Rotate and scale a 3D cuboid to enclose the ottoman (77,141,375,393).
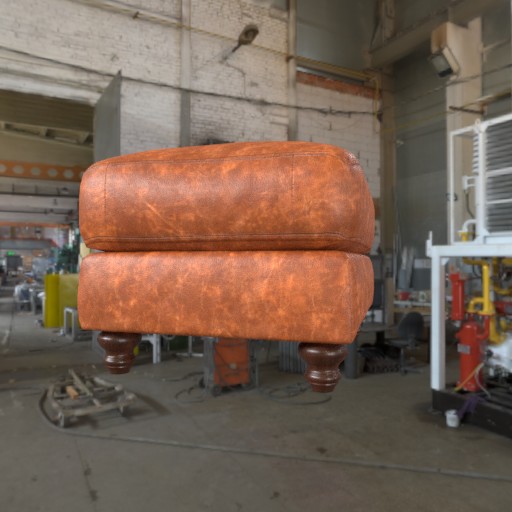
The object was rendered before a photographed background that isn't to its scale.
[{"bbox_3d":[0.000,0.000,1.294,0.657,0.562,0.832,0,-1,17],"label":"ottoman"}]
